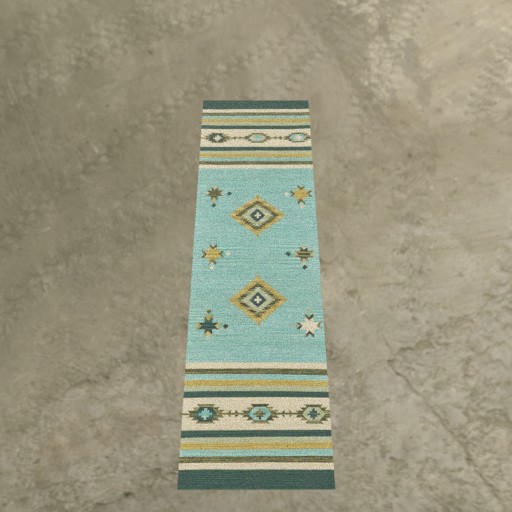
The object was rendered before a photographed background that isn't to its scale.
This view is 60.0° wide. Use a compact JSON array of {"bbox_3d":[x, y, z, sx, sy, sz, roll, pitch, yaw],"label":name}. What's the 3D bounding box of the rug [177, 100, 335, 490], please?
[{"bbox_3d":[0.000,0.000,2.616,0.744,0.010,2.441,0,64,0],"label":"rug"}]
